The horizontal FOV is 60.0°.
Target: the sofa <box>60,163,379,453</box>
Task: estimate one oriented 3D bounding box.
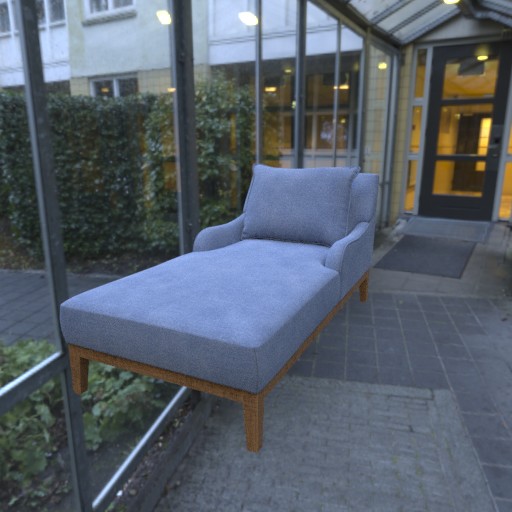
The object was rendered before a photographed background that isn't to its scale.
[{"bbox_3d":[0.000,0.000,2.313,0.904,0.883,1.779,7,16,25],"label":"sofa"}]
